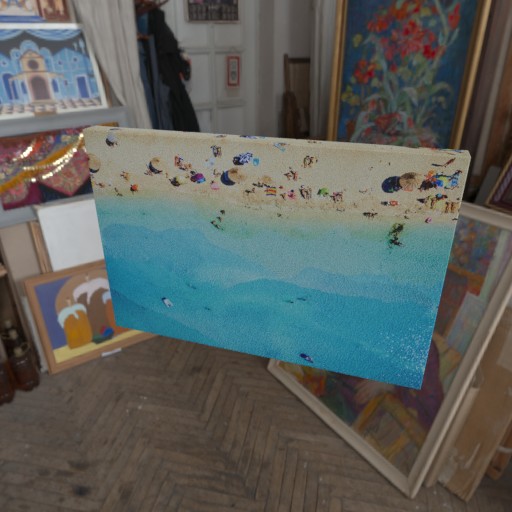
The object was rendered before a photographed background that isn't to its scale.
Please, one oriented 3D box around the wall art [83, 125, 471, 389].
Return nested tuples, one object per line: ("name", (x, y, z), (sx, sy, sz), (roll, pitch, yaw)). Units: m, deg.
("wall art", (0.000, 0.000, 0.776), (0.609, 0.406, 0.039), (8, 28, 16))
